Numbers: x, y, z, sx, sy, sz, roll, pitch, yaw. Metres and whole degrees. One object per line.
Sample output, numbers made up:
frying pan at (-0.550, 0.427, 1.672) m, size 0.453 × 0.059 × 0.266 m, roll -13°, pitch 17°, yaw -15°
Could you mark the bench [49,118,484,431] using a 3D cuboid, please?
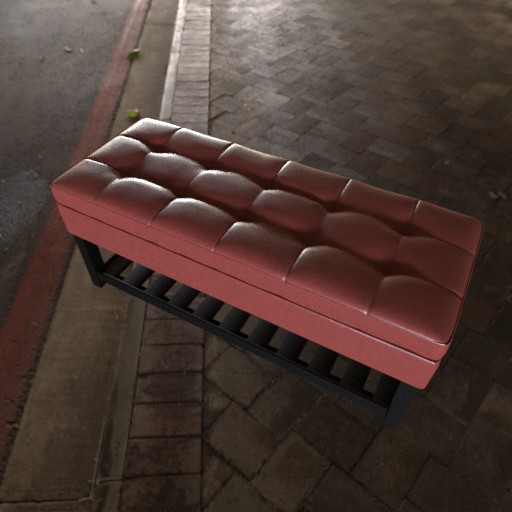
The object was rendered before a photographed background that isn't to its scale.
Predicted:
bench at (0.000, 0.000, 1.329) m, size 1.105 × 0.460 × 0.432 m, roll 22°, pitch 50°, yaw 19°
